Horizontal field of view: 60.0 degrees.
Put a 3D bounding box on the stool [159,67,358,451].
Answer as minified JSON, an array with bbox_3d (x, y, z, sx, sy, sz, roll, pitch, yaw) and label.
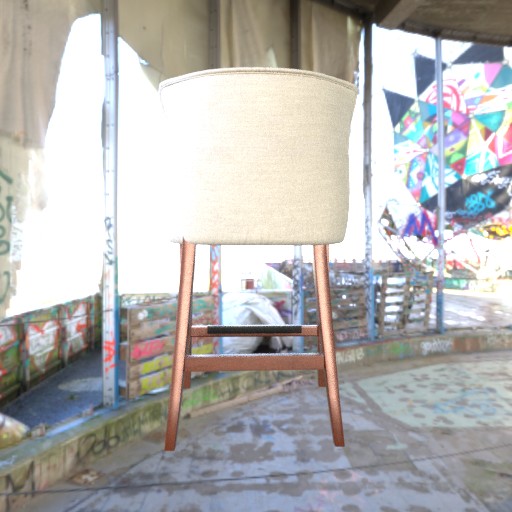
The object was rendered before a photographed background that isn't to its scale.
[{"bbox_3d":[0.000,0.000,1.393,0.615,0.987,0.637,0,0,-2],"label":"stool"}]
